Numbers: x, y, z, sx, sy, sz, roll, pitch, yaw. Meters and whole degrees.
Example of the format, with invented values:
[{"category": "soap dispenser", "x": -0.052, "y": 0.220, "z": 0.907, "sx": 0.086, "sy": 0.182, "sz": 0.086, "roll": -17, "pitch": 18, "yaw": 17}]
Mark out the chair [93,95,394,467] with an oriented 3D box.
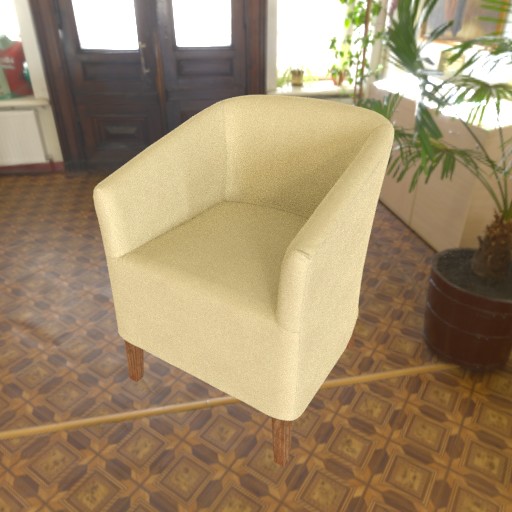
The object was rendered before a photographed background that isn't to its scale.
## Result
[{"category": "chair", "x": 0.000, "y": 0.000, "z": 1.349, "sx": 0.643, "sy": 0.822, "sz": 0.657, "roll": 18, "pitch": 35, "yaw": 28}]
